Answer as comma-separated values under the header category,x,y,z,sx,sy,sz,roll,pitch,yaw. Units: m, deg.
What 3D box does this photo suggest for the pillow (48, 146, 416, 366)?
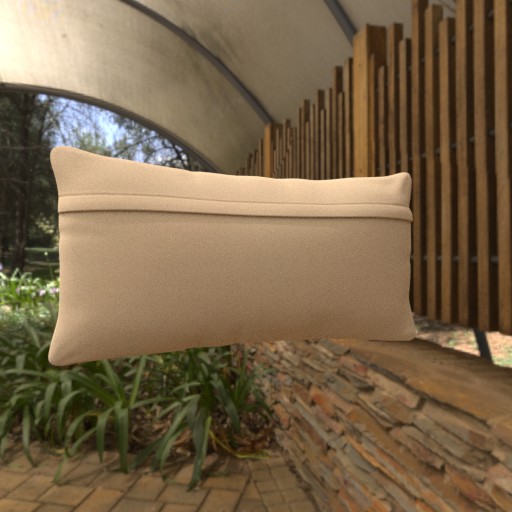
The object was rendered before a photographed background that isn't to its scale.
category,x,y,z,sx,sy,sz,roll,pitch,yaw
pillow,0.000,0.000,0.709,0.604,0.307,0.148,0,0,-18
